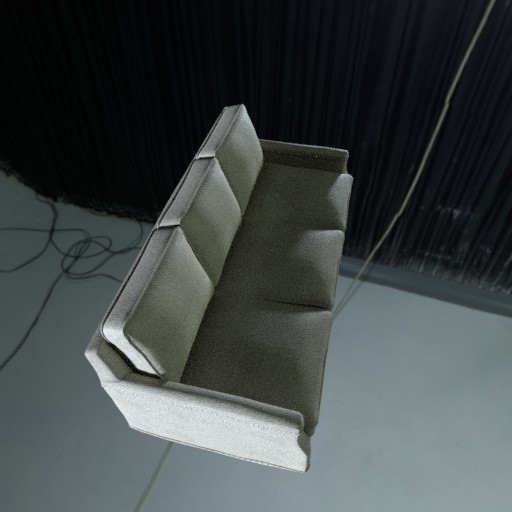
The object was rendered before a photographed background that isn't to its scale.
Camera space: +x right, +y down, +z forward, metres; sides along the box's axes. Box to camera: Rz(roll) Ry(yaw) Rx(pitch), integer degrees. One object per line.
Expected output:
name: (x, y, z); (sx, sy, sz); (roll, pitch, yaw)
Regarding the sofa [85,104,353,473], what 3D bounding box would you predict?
sofa: (0.000, 0.000, 2.846); (1.084, 1.003, 2.246); (10, 48, 9)
